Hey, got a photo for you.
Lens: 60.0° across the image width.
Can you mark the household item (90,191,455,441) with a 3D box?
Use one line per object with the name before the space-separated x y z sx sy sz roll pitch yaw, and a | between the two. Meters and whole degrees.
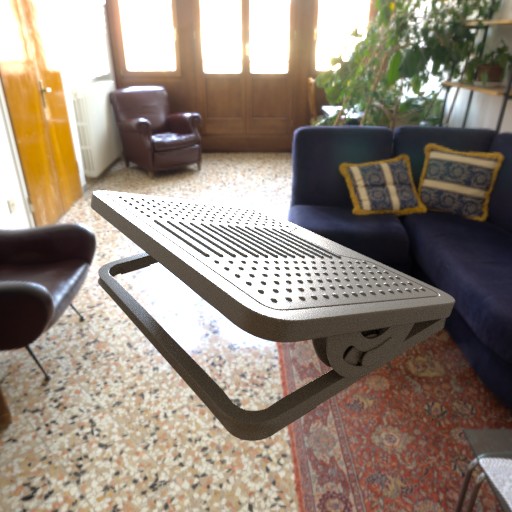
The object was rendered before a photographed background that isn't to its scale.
household item | 0.000 0.000 0.549 0.301 0.126 0.390 -18 32 -33
